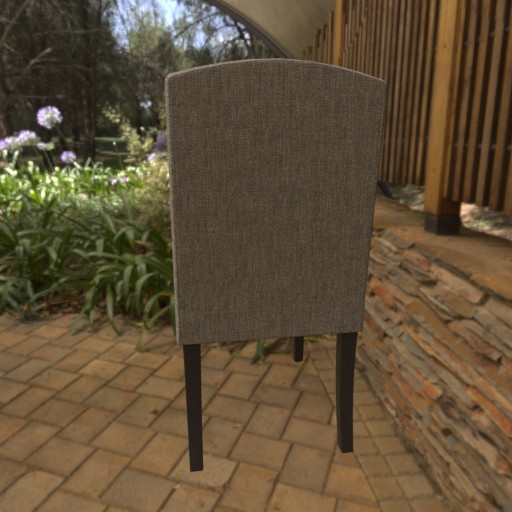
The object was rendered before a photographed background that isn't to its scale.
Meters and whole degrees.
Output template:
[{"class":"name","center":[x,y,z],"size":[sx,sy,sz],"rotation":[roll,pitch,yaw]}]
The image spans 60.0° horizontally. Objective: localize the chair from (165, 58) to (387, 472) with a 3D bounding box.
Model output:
[{"class":"chair","center":[0.000,0.000,1.224],"size":[0.451,0.917,0.580],"rotation":[-2,14,-10]}]
